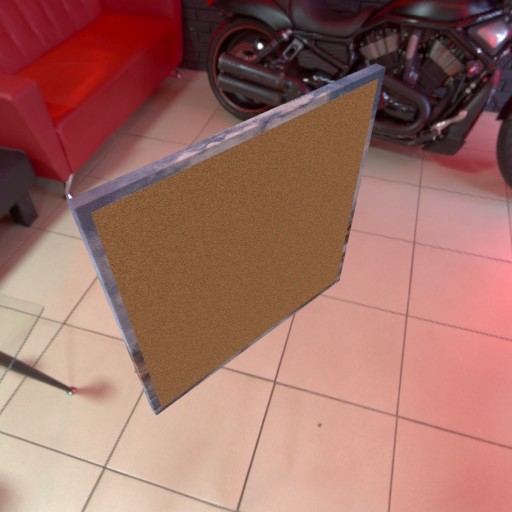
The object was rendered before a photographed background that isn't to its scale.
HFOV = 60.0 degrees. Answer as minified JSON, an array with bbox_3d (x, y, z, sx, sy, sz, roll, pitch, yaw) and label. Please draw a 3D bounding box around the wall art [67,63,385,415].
[{"bbox_3d":[0.000,0.000,1.513,1.010,1.020,0.040,-32,55,-26],"label":"wall art"}]
